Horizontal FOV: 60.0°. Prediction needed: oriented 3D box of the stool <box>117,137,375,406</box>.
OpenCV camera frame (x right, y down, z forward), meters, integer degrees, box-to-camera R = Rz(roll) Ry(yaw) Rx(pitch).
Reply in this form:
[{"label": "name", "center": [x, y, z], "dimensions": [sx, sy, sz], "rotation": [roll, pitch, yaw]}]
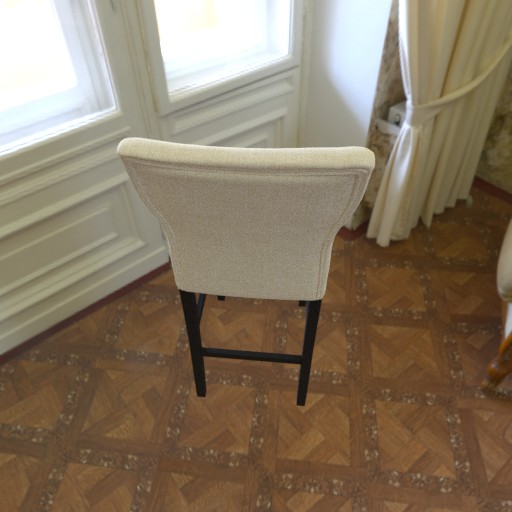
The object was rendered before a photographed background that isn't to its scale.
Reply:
[{"label": "stool", "center": [0.000, 0.000, 1.439], "dimensions": [0.516, 1.124, 0.603], "rotation": [4, 45, 4]}]
